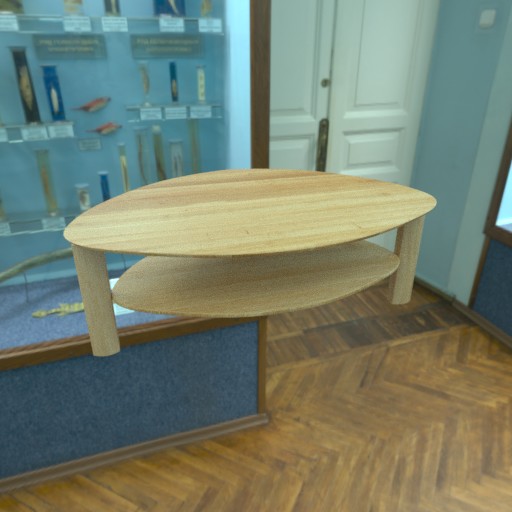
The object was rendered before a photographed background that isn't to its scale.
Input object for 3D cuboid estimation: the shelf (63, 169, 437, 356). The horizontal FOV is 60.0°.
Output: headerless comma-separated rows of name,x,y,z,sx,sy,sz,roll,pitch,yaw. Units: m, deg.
shelf,0.000,0.000,1.654,1.246,0.440,0.845,-7,27,-15
